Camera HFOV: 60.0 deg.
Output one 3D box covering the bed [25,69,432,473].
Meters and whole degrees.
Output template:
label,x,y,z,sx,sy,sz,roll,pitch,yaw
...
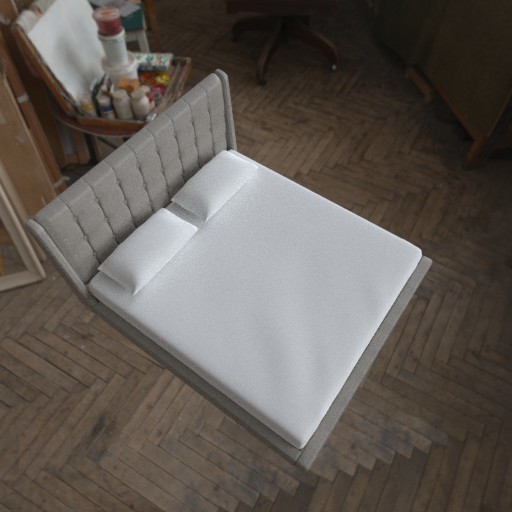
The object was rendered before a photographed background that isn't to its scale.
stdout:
label,x,y,z,sx,sy,sz,roll,pitch,yaw
bed,0.000,0.000,3.532,2.342,1.289,2.062,31,63,18
